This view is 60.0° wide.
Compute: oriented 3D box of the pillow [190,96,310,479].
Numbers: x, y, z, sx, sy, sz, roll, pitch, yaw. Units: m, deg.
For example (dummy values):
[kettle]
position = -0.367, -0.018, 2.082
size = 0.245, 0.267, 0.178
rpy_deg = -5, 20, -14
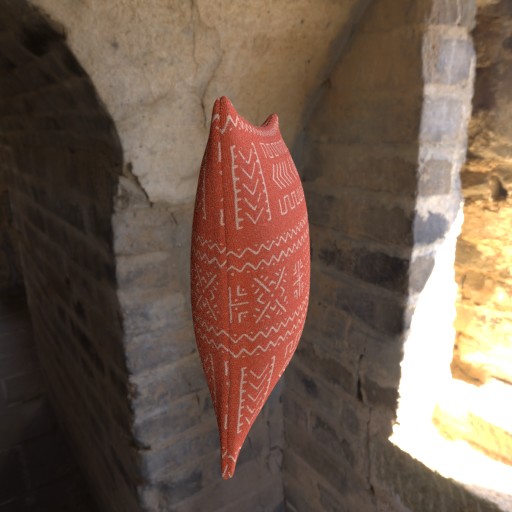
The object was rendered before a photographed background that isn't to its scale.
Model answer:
[pillow]
position = 0.000, 0.000, 0.669
size = 0.164, 0.429, 0.438
rpy_deg = 2, 16, 8
